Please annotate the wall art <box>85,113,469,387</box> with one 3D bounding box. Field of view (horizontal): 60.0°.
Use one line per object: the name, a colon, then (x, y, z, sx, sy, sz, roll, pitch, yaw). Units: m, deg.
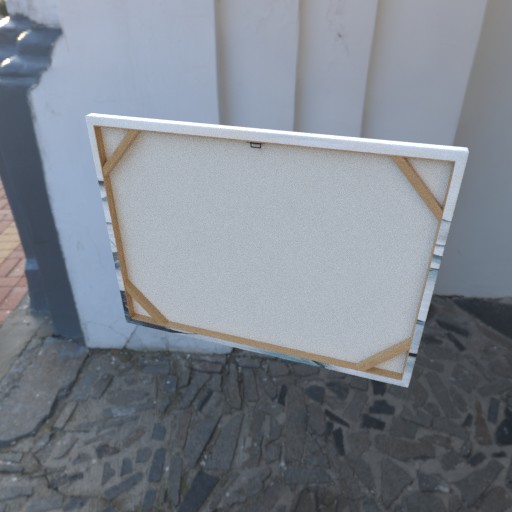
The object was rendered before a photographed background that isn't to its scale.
wall art: (0.000, 0.000, 1.607, 1.219, 0.915, 0.039, 10, 33, 15)
